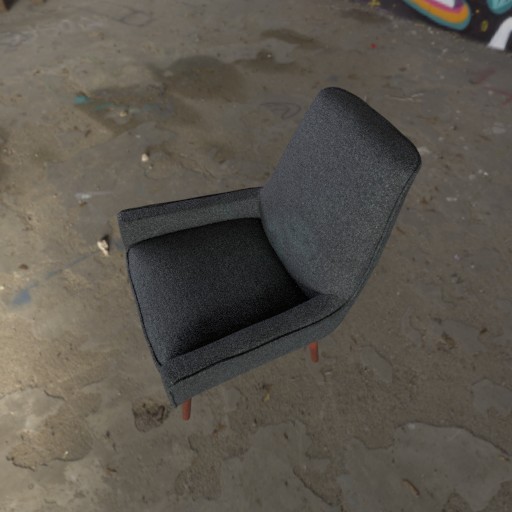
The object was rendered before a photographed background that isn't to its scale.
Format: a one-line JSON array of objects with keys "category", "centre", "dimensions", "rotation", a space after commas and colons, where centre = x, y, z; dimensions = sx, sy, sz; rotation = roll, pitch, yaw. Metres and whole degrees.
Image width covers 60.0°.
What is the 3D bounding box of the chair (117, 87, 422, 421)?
[{"category": "chair", "centre": [0.000, 0.000, 1.529], "dimensions": [0.859, 0.883, 0.763], "rotation": [-16, 49, -15]}]
